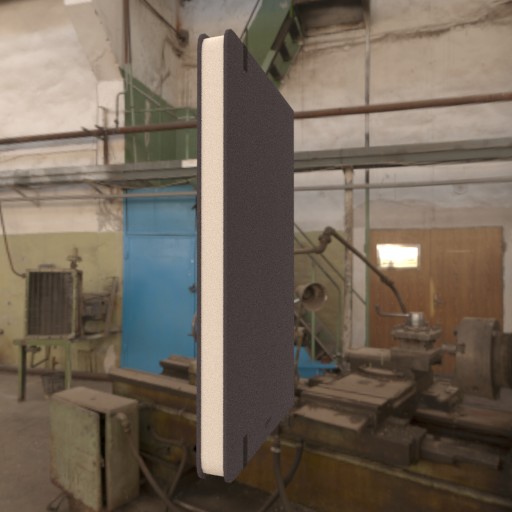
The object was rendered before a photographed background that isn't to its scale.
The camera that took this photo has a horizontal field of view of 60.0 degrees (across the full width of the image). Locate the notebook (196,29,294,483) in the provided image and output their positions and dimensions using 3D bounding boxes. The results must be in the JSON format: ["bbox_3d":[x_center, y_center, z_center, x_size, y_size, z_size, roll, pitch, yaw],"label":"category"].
[{"bbox_3d":[0.000,0.000,0.263,0.016,0.213,0.127,0,-1,19],"label":"notebook"}]
